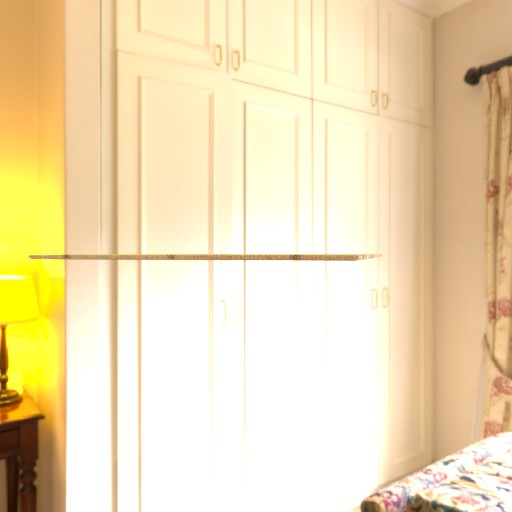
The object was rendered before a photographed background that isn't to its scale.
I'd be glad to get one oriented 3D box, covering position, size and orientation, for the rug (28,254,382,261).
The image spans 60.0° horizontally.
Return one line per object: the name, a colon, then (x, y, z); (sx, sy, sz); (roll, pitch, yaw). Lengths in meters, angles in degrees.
rug: (0.000, 0.000, 3.449); (1.801, 0.026, 2.701); (0, 0, 18)
